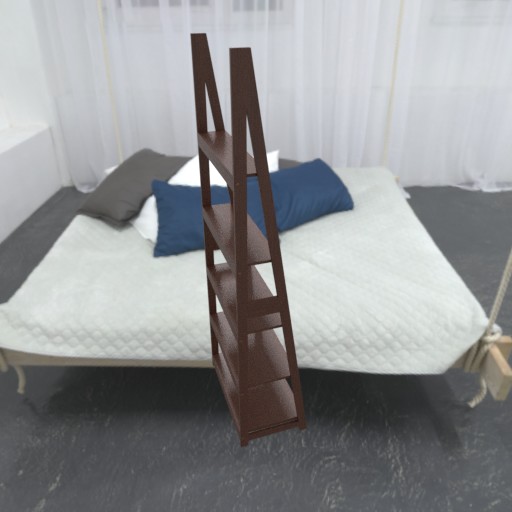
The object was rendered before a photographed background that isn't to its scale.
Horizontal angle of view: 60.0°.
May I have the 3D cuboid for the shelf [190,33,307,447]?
[{"bbox_3d":[0.000,0.000,2.001,0.350,1.770,0.600,-10,32,-16],"label":"shelf"}]
